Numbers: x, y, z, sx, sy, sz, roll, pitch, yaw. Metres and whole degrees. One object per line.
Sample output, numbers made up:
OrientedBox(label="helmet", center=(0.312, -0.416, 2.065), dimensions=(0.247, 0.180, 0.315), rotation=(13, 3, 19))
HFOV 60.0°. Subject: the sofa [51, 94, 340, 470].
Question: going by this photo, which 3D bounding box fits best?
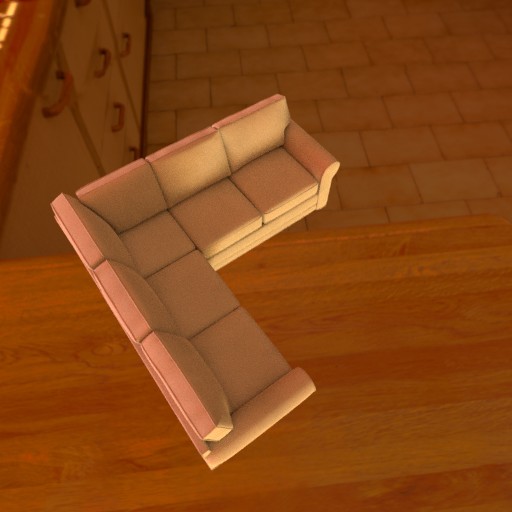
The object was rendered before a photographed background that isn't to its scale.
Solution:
OrientedBox(label="sofa", center=(0.000, 0.000, 3.967), dimensions=(2.562, 1.053, 2.487), rotation=(-32, 63, -18))
